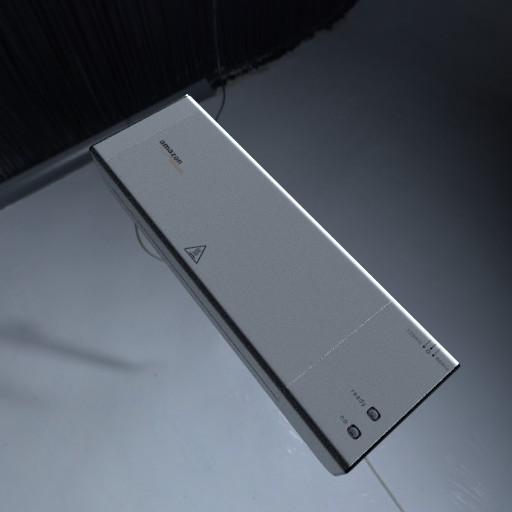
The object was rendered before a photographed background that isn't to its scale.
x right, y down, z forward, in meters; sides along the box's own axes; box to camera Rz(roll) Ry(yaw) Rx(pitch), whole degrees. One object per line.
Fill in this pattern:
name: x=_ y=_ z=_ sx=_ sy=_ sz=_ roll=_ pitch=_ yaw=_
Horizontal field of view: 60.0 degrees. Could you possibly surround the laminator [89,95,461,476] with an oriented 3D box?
laminator: x=0.000 y=0.000 z=0.385 sx=0.123 sy=0.062 sz=0.340 roll=-35 pitch=67 yaw=-17
